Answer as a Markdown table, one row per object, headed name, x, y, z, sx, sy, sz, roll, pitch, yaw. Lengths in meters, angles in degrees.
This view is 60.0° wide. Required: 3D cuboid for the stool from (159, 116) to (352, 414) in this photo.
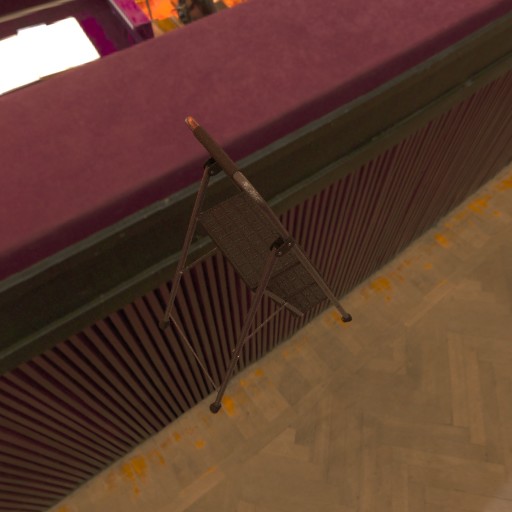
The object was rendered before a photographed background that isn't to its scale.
| name | x | y | z | sx | sy | sz | roll | pitch | yaw |
| --- | --- | --- | --- | --- | --- | --- | --- | --- | --- |
| stool | 0.000 | 0.000 | 1.493 | 0.733 | 1.121 | 0.473 | -30 | 63 | -17 |
